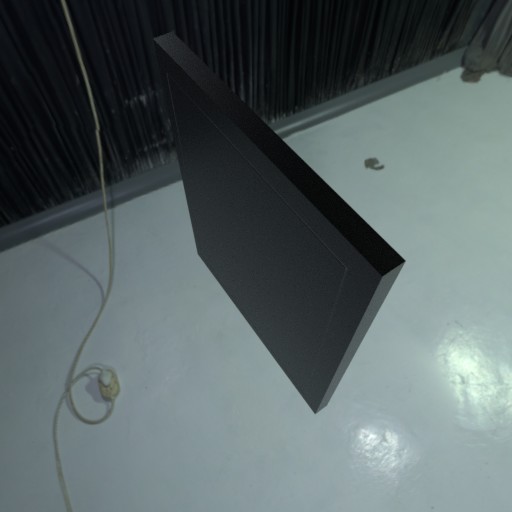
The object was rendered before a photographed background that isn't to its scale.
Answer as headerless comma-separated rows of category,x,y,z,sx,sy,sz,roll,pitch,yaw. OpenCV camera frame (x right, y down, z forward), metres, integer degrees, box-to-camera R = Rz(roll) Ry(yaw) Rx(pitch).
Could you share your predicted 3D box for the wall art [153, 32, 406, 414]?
wall art,0.000,0.000,0.756,0.031,0.558,0.461,-30,63,-18
